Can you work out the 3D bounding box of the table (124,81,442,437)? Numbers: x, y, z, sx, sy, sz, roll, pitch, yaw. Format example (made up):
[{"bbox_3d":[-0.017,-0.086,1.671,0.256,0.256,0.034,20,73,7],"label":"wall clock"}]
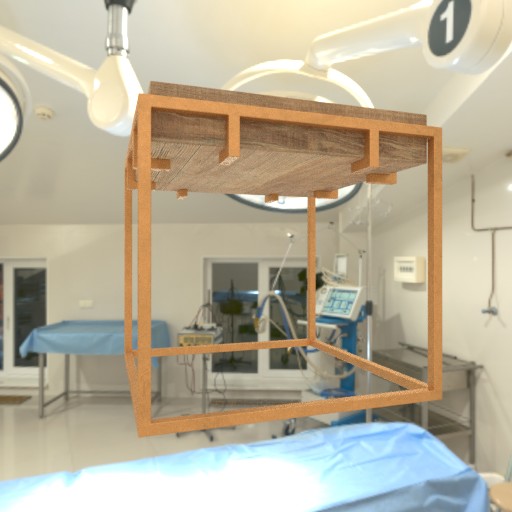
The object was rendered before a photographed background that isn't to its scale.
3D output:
[{"bbox_3d":[0.000,0.000,1.091,0.599,0.584,0.599,0,0,-19],"label":"table"}]
